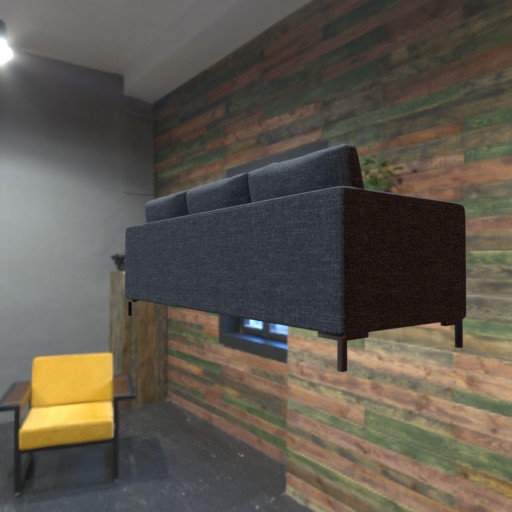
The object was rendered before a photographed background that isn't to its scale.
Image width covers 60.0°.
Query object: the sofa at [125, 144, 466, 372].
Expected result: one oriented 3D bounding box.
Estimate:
[{"bbox_3d":[0.000,0.000,2.709,0.859,0.874,2.218,1,-1,-36],"label":"sofa"}]
